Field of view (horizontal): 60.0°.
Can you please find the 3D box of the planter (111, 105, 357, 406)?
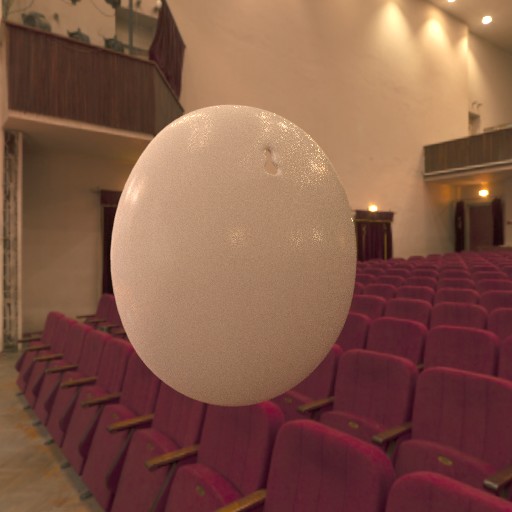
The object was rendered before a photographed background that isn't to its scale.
[{"bbox_3d":[0.000,0.000,0.282,0.185,0.188,0.043,0,1,-36],"label":"planter"}]
